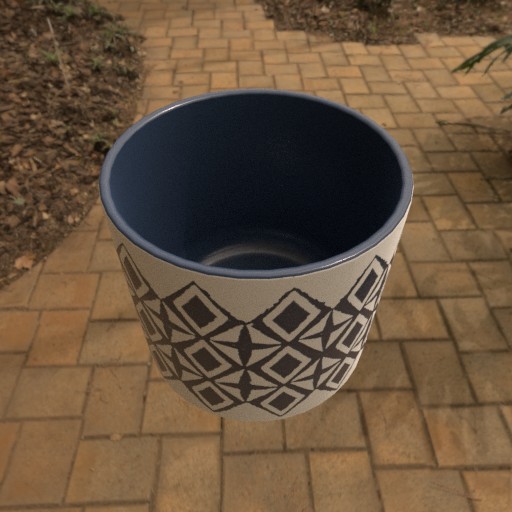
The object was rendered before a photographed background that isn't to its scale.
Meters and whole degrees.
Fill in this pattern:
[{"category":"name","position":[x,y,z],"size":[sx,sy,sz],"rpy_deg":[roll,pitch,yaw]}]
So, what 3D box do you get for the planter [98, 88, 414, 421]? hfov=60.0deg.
[{"category":"planter","position":[0.000,0.000,0.395],"size":[0.224,0.203,0.224],"rpy_deg":[0,47,0]}]
